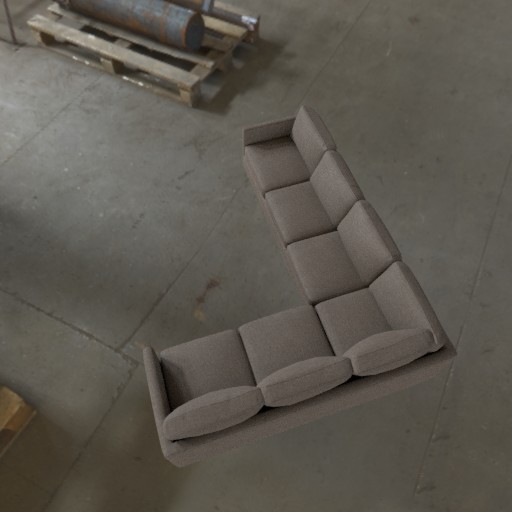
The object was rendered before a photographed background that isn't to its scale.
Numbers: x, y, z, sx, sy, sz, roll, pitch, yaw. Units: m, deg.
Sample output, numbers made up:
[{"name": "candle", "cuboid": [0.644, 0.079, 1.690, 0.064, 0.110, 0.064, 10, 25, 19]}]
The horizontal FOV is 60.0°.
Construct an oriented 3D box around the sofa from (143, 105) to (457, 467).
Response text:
[{"name": "sofa", "cuboid": [0.000, 0.000, 4.570, 2.593, 0.947, 3.302, -16, 59, -10]}]
